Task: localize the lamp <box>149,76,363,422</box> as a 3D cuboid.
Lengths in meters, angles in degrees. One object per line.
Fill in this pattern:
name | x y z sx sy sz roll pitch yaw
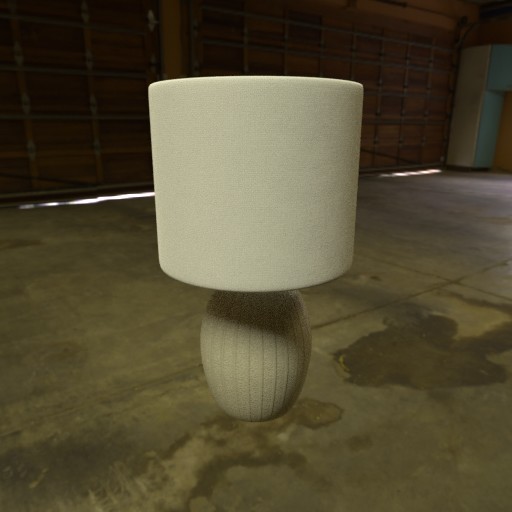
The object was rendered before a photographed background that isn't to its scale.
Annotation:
lamp | 0.000 0.000 0.770 0.329 0.570 0.329 3 16 10
